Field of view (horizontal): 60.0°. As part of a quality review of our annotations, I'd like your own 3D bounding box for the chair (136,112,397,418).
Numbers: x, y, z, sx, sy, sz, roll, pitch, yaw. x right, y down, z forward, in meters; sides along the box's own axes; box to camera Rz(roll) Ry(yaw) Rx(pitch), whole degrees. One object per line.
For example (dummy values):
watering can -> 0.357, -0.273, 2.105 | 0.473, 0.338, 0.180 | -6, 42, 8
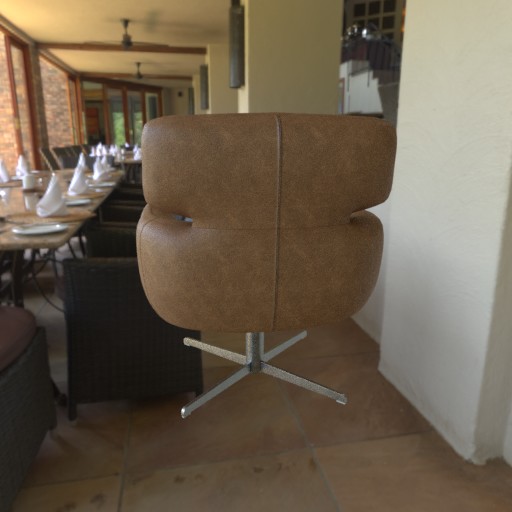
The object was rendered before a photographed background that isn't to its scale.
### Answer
chair -> 0.000, 0.000, 1.372 | 0.706, 0.812, 0.715 | -2, 15, -8
